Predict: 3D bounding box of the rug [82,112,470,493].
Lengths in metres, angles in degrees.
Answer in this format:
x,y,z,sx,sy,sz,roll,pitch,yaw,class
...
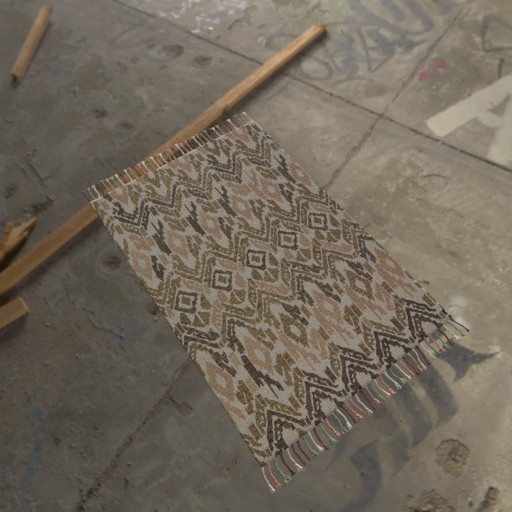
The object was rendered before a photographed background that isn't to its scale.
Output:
x,y,z,sx,sy,sz,roll,pitch,yaw,class
0.000,0.000,3.012,1.524,0.008,2.438,-32,64,-17,rug
